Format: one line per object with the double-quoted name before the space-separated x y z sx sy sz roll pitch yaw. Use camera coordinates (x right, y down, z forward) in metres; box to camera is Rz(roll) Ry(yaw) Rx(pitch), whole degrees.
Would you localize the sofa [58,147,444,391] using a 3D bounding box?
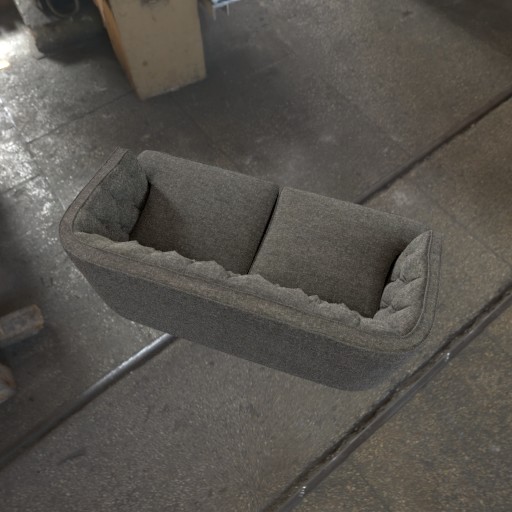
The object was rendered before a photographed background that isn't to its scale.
"sofa" 0.000 0.000 2.331 1.733 0.855 0.941 16 63 9
